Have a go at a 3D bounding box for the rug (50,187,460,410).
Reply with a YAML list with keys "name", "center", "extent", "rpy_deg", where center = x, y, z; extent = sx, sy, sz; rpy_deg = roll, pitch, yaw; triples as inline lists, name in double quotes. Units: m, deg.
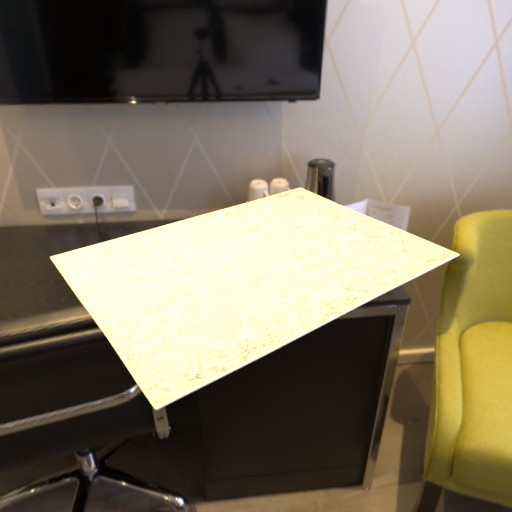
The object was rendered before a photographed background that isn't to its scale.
- name: "rug"
  center: [0.000, 0.000, 2.934]
  extent: [2.202, 0.014, 1.598]
  rpy_deg: [-20, 34, -31]
